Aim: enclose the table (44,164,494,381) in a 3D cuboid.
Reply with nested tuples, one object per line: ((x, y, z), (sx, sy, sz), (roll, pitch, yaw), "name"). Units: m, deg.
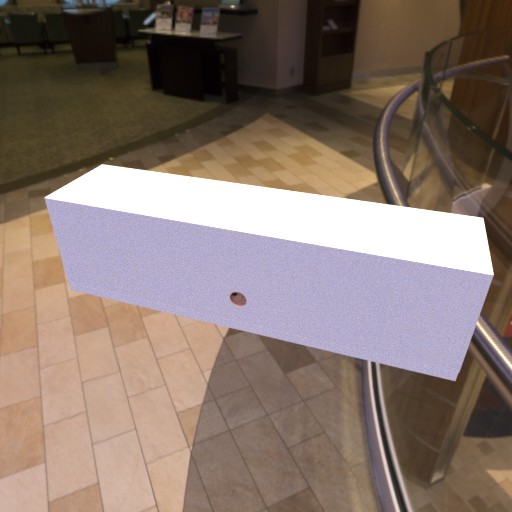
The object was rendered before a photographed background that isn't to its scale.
((0.000, 0.000, 1.735), (1.550, 0.440, 0.400), (11, 34, 16), "table")
